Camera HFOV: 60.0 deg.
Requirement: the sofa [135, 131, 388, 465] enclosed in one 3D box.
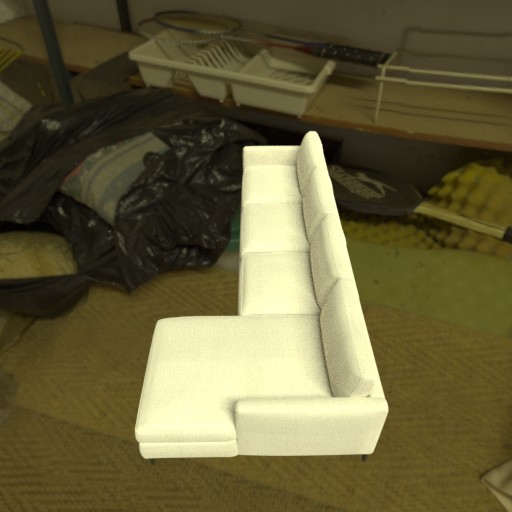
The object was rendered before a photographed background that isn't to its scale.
[{"bbox_3d":[0.000,0.000,2.890,1.126,0.677,2.445,0,41,0],"label":"sofa"}]
